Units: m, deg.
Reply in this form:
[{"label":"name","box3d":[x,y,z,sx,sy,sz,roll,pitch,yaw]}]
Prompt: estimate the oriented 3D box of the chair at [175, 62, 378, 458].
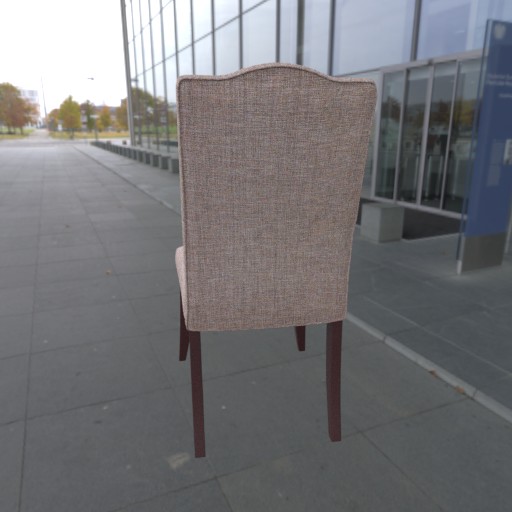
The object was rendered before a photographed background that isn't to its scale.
[{"label":"chair","box3d":[0.000,0.000,1.360,0.513,1.016,0.660,-3,16,-9]}]
